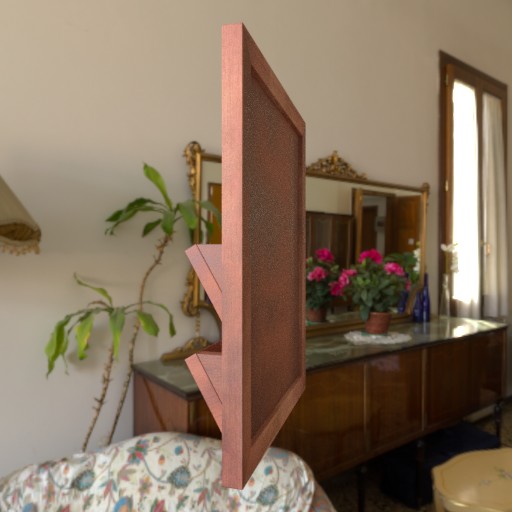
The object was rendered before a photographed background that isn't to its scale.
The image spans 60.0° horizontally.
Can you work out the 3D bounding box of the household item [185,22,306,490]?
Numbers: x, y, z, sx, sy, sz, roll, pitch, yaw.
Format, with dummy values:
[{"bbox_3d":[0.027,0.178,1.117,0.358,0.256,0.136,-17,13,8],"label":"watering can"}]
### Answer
[{"bbox_3d":[0.000,0.000,0.542,0.067,0.407,0.310,0,0,17],"label":"household item"}]
